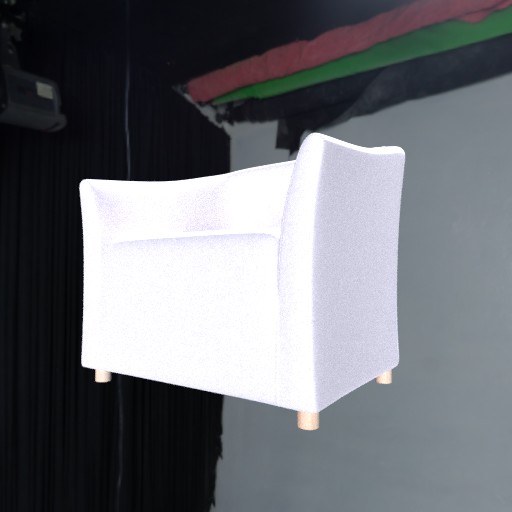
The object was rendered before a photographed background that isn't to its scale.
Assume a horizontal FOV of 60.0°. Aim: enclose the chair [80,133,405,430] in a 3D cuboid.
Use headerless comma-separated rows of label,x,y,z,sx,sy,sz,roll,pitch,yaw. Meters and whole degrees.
chair,0.000,0.000,1.335,0.790,0.720,0.700,-2,-3,35
